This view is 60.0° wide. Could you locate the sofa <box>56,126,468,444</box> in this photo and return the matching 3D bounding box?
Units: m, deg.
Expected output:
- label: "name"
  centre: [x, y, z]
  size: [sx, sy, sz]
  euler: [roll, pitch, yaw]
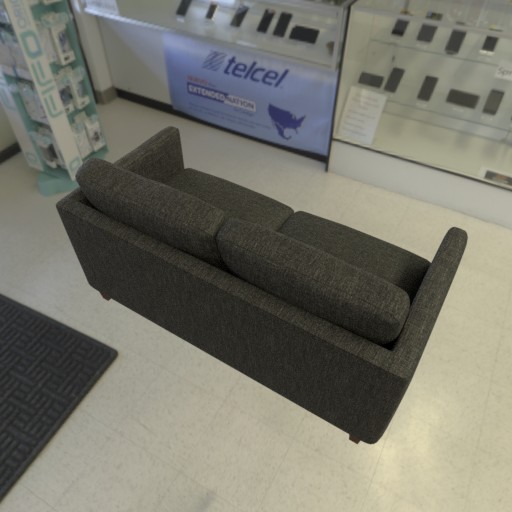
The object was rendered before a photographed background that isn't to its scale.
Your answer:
- label: "sofa"
  centre: [0.000, 0.000, 2.388]
  size: [1.884, 0.963, 0.950]
  euler: [24, 51, 21]
